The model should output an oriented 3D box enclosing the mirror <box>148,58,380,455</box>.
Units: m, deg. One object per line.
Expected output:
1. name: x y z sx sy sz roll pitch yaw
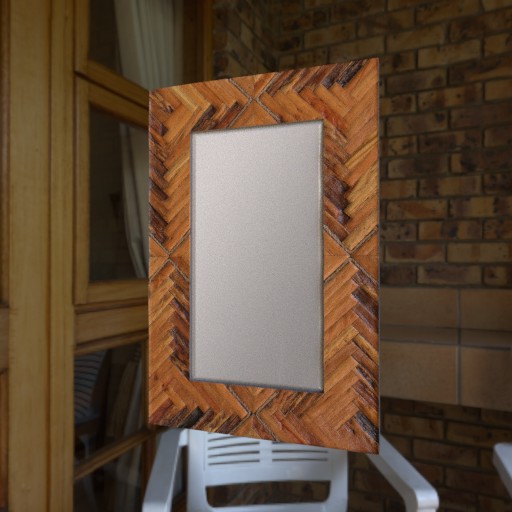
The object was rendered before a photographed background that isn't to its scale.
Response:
1. mirror: 0.000 0.000 1.130 0.606 0.912 0.044 0 -1 19
